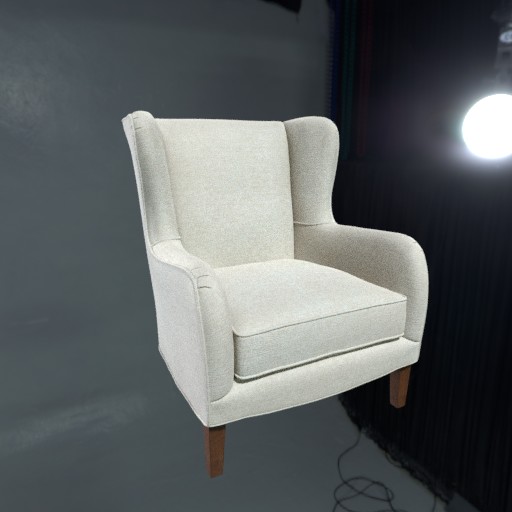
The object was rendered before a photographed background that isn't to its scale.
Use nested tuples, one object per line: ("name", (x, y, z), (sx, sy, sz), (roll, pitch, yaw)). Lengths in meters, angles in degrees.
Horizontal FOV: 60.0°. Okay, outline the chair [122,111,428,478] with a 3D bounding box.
("chair", (0.000, 0.000, 1.675), (0.838, 1.040, 0.966), (-8, 16, -27))
